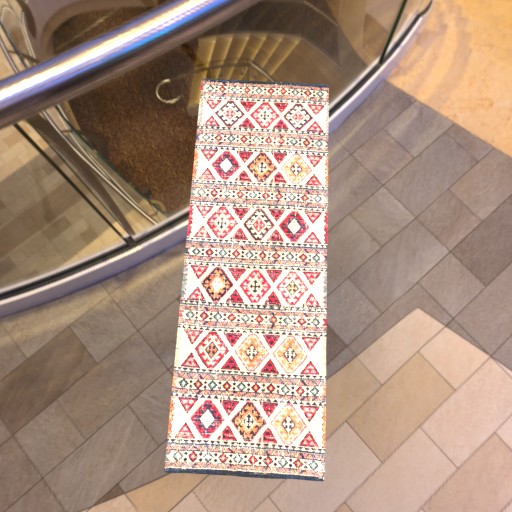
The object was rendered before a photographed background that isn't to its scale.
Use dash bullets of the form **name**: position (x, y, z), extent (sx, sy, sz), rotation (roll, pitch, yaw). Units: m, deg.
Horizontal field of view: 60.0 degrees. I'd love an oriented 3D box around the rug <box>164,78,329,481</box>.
- **rug**: position (0.000, 0.000, 2.586), extent (0.832, 0.008, 2.362), rotation (3, 75, 1)
